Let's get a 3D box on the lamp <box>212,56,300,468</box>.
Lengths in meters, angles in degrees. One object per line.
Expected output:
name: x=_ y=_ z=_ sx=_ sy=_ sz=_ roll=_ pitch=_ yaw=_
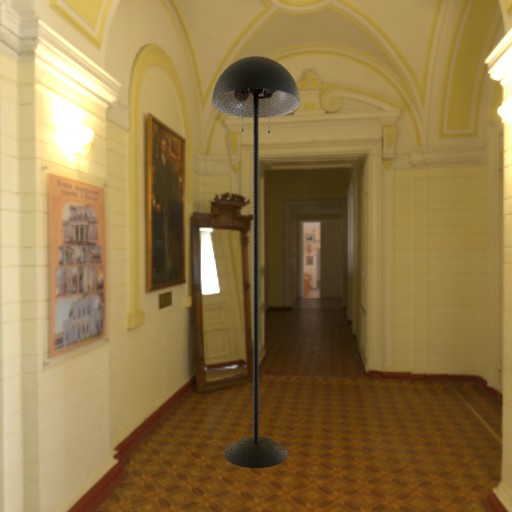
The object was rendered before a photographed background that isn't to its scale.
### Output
lamp: x=0.000 y=0.000 z=1.661 sx=0.328 sy=1.480 sz=0.328 roll=0 pitch=1 yaw=-36
